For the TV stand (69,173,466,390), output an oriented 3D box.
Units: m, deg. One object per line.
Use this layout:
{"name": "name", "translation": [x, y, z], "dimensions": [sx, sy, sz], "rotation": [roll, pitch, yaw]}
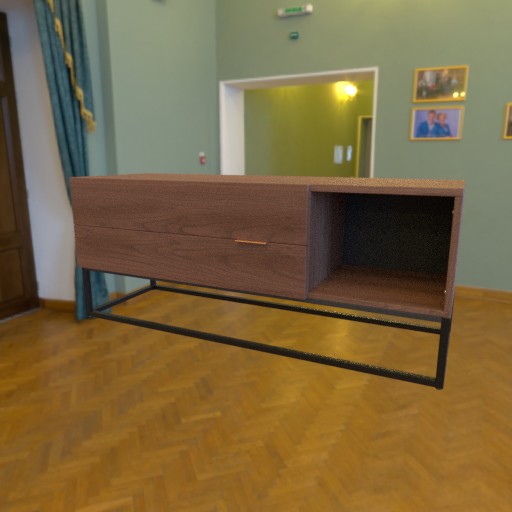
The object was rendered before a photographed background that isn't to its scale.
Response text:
{"name": "TV stand", "translation": [0.000, 0.000, 1.455], "dimensions": [1.200, 0.500, 0.415], "rotation": [6, 14, 25]}
